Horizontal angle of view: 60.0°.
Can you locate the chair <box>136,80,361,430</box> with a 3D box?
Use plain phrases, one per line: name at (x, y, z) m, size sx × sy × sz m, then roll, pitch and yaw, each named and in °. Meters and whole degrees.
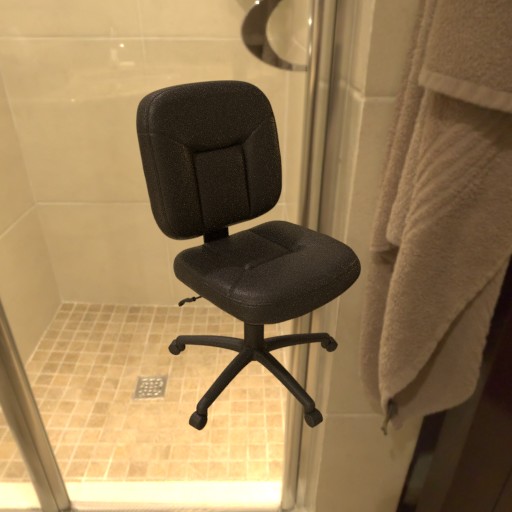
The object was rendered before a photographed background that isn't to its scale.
chair at (0.000, 0.000, 1.383) m, size 0.647 × 0.959 × 0.646 m, roll -21°, pitch 36°, yaw -32°
